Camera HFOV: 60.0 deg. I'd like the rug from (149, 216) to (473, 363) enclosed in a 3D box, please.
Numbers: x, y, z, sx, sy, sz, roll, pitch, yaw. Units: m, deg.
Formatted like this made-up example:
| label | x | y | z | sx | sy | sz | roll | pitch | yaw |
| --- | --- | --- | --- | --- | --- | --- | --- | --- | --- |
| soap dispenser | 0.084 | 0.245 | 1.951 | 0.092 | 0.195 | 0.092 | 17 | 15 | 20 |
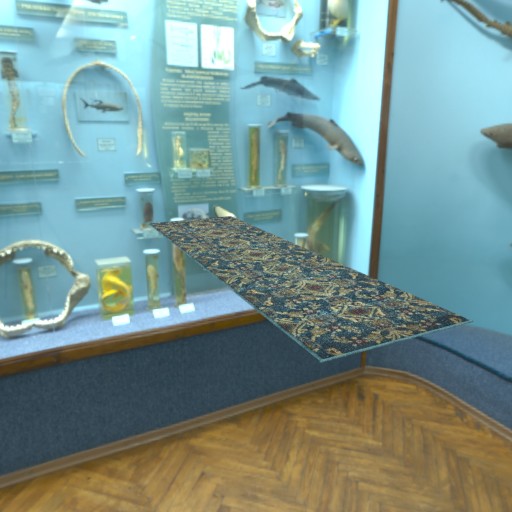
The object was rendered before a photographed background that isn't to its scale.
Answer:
| label | x | y | z | sx | sy | sz | roll | pitch | yaw |
| --- | --- | --- | --- | --- | --- | --- | --- | --- | --- |
| rug | 0.000 | 0.000 | 2.499 | 0.685 | 0.014 | 2.292 | -8 | 18 | -25 |
